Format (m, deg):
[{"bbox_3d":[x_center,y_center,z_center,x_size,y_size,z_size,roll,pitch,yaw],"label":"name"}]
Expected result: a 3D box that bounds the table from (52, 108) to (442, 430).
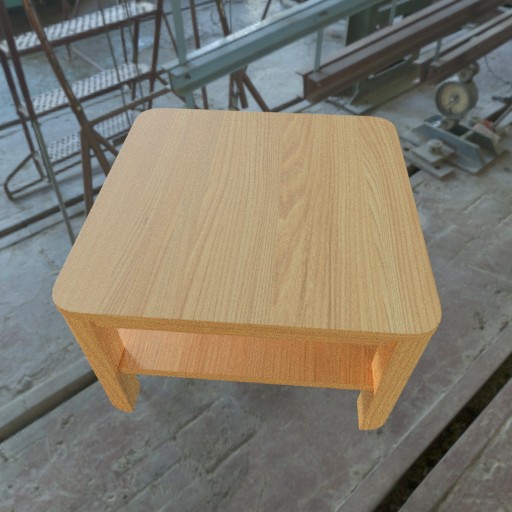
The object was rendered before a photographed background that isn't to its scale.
[{"bbox_3d":[0.000,0.000,1.229,0.750,0.450,0.750,3,48,3],"label":"table"}]
